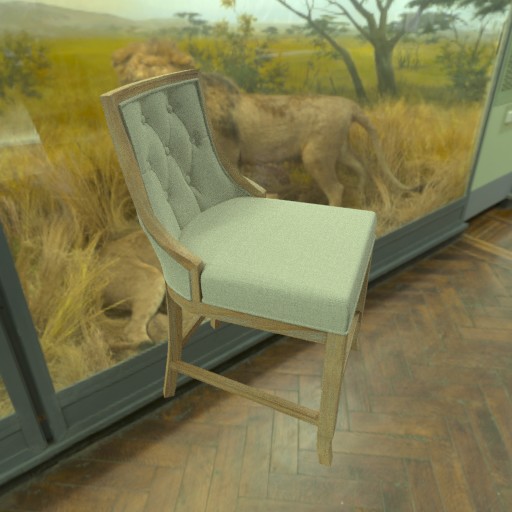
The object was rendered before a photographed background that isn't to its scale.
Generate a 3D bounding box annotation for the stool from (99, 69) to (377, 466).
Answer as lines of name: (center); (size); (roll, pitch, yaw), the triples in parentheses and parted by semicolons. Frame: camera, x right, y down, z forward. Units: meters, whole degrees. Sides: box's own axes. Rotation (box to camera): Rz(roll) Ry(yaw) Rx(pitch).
stool: (0.000, 0.000, 1.288); (0.626, 0.938, 0.524); (10, 32, 17)
